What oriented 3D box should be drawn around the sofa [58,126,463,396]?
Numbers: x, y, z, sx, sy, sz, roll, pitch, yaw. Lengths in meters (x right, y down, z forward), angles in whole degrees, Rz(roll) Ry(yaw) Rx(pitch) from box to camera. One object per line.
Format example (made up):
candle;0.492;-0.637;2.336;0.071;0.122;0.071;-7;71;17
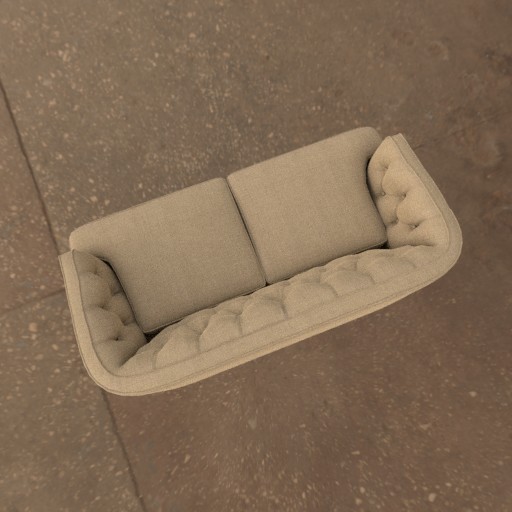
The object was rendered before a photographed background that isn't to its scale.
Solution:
sofa;0.000;0.000;2.262;1.733;0.855;0.941;-20;76;-5
